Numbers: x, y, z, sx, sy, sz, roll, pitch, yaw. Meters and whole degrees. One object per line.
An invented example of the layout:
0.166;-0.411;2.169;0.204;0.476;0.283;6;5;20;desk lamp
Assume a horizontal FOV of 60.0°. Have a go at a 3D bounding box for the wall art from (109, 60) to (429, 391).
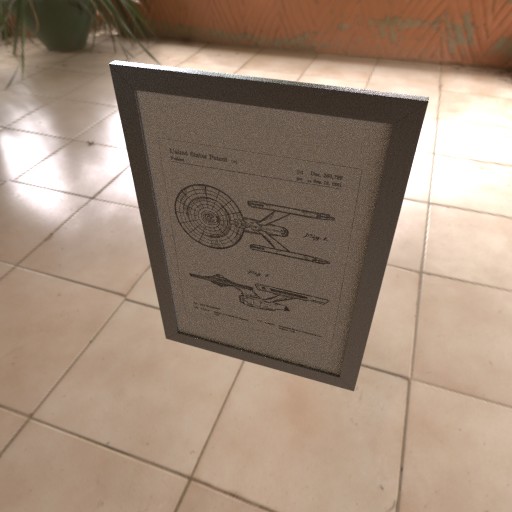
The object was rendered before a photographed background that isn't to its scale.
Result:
0.000;0.000;0.674;0.376;0.529;0.013;12;42;14;wall art
